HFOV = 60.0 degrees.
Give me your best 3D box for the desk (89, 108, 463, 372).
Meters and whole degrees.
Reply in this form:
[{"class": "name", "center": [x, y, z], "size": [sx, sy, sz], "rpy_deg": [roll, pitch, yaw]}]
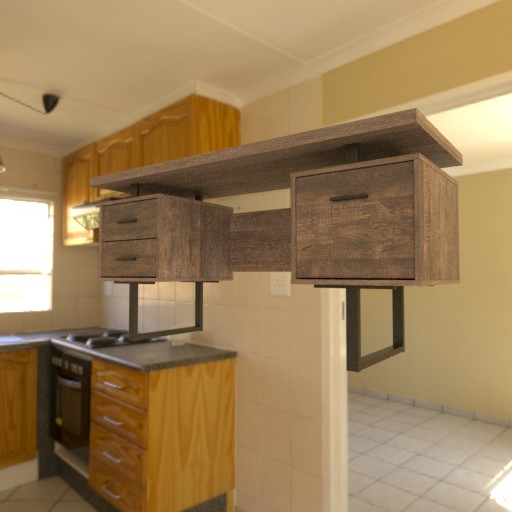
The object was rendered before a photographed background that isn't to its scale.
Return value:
[{"class": "desk", "center": [0.000, 0.000, 1.891], "size": [1.524, 0.760, 0.600], "rpy_deg": [-2, -3, 36]}]
